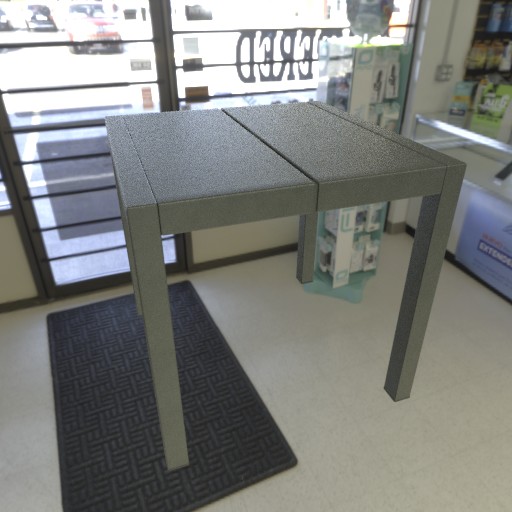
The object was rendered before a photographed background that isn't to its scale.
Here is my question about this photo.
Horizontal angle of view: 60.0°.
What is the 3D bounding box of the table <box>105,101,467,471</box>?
[{"bbox_3d":[0.000,0.000,0.936,0.508,0.508,0.508,-10,32,-17],"label":"table"}]
